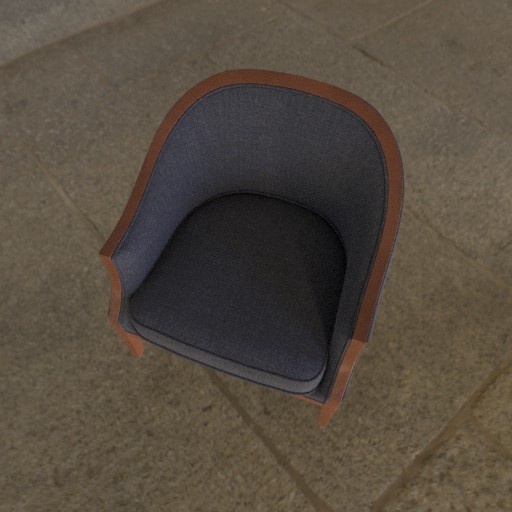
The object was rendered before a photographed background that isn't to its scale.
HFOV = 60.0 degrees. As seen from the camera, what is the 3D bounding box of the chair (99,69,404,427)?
[{"bbox_3d":[0.000,0.000,1.453,0.803,0.876,0.735,17,59,11],"label":"chair"}]
